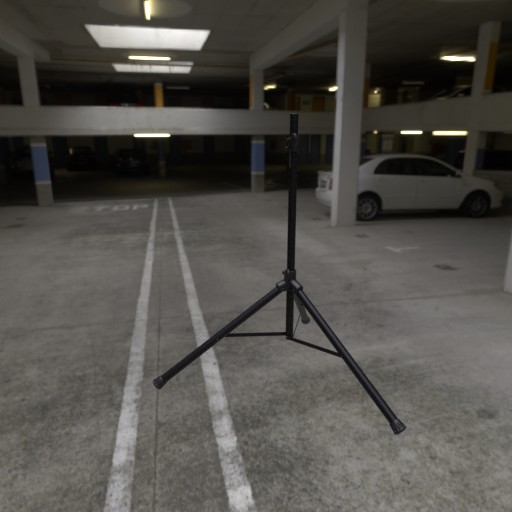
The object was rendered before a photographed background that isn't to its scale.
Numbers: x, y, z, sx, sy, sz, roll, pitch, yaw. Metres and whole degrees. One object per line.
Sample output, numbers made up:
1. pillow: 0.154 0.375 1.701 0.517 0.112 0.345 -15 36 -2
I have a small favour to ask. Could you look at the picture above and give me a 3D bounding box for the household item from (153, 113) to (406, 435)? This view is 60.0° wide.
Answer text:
1. household item: 0.000 0.000 1.853 0.907 1.136 1.045 -3 16 -12
